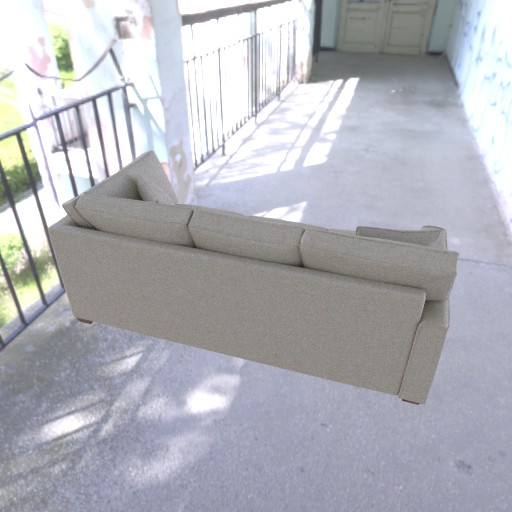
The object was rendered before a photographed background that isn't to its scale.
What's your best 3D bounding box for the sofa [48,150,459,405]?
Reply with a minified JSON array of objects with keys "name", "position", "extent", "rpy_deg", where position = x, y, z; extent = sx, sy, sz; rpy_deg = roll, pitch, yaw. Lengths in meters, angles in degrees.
[{"name":"sofa","position":[0.000,0.000,2.911],"extent":[2.317,0.962,1.061],"rpy_deg":[10,35,15]}]
